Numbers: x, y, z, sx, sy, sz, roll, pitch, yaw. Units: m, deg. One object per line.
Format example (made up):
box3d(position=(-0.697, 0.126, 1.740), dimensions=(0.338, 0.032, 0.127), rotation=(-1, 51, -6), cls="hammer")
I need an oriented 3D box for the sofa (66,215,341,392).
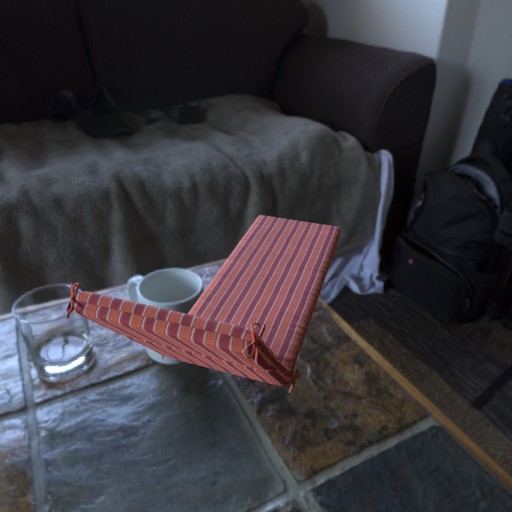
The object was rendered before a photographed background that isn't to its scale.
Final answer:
box3d(position=(0.000, 0.000, 1.908), dimensions=(0.582, 0.622, 1.663), rotation=(10, 34, 16), cls="sofa")
